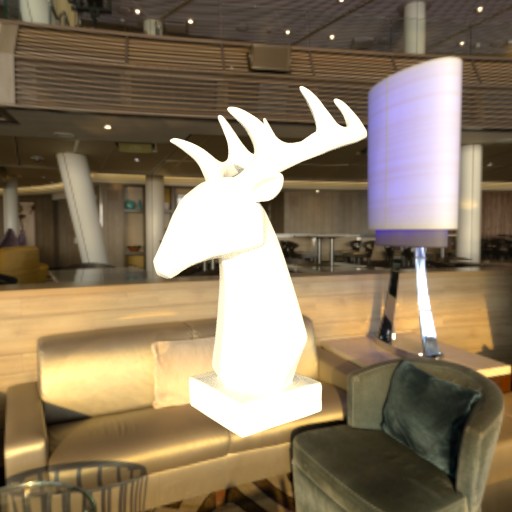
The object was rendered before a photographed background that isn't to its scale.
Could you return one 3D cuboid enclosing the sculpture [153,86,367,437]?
[{"bbox_3d":[0.000,0.000,0.468,0.224,0.329,0.174,-2,3,-37],"label":"sculpture"}]
